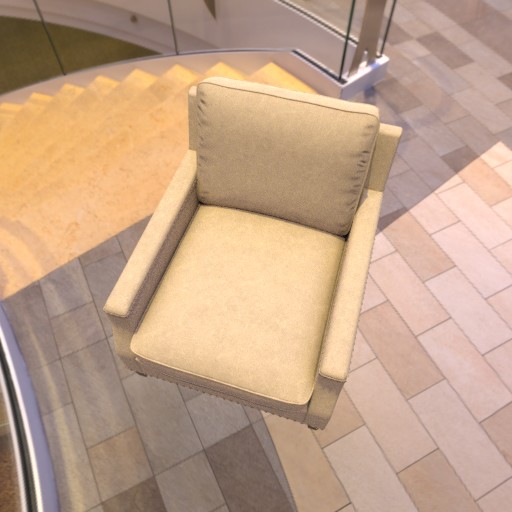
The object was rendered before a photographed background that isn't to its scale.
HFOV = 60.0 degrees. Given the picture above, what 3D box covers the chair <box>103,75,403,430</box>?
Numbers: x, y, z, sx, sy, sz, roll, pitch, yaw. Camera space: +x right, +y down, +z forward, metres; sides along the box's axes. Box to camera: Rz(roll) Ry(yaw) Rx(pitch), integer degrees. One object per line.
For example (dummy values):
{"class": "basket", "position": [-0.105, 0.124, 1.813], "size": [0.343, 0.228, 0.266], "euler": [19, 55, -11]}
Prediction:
{"class": "chair", "position": [0.000, 0.000, 1.733], "size": [0.853, 0.943, 1.014], "euler": [14, 58, 9]}
